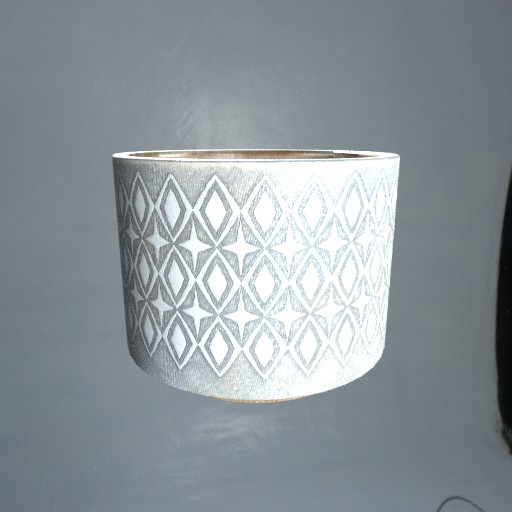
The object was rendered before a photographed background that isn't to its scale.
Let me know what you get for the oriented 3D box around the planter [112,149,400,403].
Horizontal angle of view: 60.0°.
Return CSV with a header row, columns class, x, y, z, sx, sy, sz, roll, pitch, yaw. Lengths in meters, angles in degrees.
class,x,y,z,sx,sy,sz,roll,pitch,yaw
planter,0.000,0.000,0.319,0.186,0.144,0.186,0,15,0
